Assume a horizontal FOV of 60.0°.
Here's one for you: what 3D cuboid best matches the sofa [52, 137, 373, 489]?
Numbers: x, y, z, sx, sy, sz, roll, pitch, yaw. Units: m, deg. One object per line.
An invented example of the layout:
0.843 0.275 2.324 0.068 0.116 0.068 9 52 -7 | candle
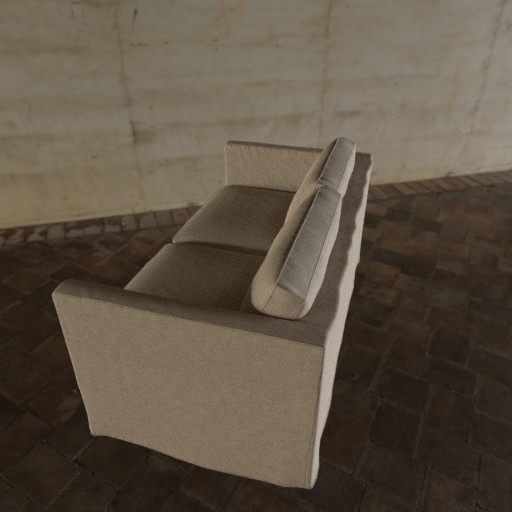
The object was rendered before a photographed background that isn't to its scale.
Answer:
0.000 0.000 2.197 0.956 0.828 1.766 9 33 14 | sofa
